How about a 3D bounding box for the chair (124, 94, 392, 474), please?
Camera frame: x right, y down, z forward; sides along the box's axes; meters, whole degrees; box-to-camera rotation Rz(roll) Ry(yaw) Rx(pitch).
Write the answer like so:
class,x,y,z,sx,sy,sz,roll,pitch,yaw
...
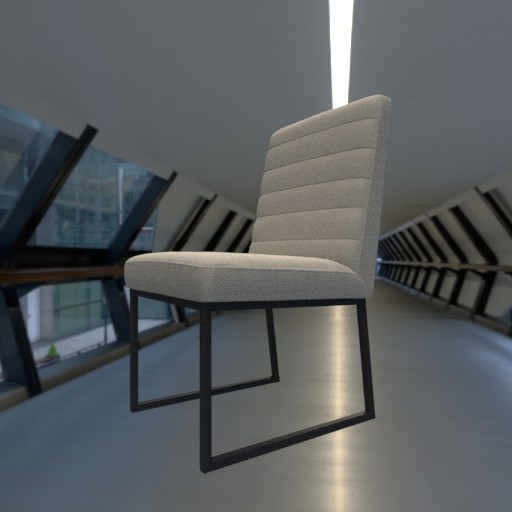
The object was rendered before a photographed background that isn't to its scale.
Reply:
class,x,y,z,sx,sy,sz,roll,pitch,yaw
chair,0.000,0.000,1.307,0.634,0.930,0.520,0,0,-35
